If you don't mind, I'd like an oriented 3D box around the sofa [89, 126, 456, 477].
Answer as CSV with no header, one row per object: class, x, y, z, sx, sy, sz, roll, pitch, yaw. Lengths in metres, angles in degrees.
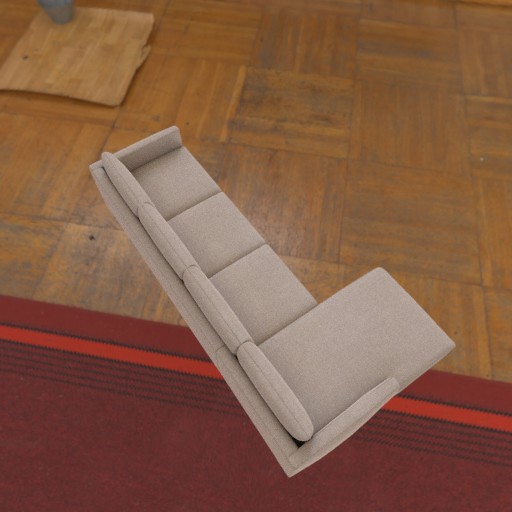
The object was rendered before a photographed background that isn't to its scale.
sofa,0.000,0.000,3.567,1.469,0.816,2.923,-31,64,-17
